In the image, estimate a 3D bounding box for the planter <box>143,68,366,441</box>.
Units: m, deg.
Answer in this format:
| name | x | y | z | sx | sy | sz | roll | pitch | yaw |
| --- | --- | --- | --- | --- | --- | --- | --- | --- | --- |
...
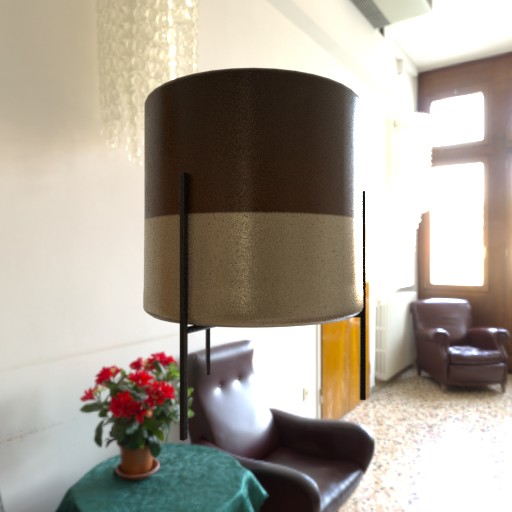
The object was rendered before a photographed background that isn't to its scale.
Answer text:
| name | x | y | z | sx | sy | sz | roll | pitch | yaw |
| --- | --- | --- | --- | --- | --- | --- | --- | --- | --- |
| planter | 0.000 | 0.000 | 0.715 | 0.354 | 0.465 | 0.345 | 0 | 0 | 0 |
